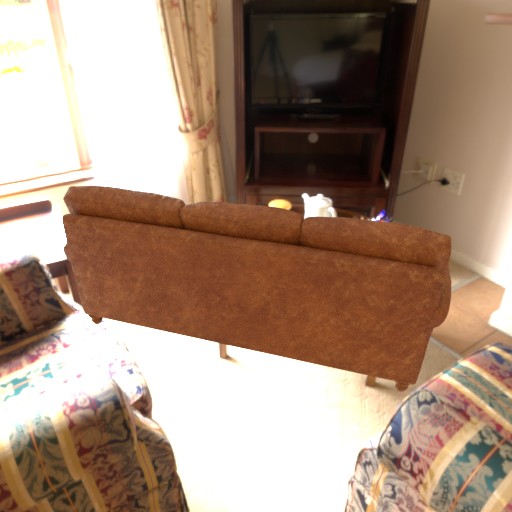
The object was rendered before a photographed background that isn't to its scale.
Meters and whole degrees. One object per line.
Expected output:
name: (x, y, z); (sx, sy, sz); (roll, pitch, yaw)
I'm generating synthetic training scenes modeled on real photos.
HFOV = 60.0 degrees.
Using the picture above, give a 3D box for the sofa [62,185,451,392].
sofa: (0.000, 0.000, 2.917); (2.351, 0.977, 0.973); (9, 31, 15)
